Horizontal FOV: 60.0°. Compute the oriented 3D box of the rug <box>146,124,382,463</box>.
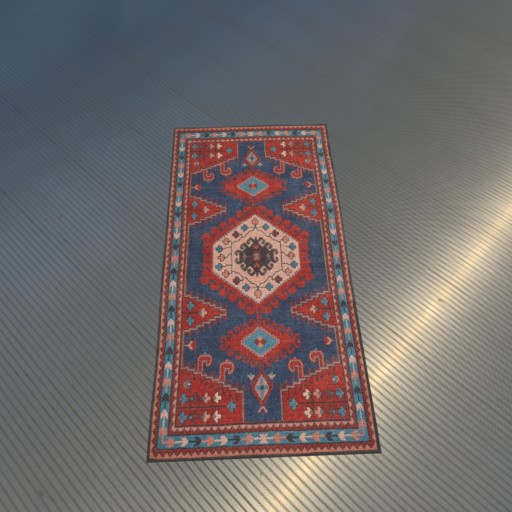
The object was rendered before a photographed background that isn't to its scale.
[{"bbox_3d":[0.000,0.000,3.631,1.522,0.034,3.032,-2,59,-1],"label":"rug"}]
